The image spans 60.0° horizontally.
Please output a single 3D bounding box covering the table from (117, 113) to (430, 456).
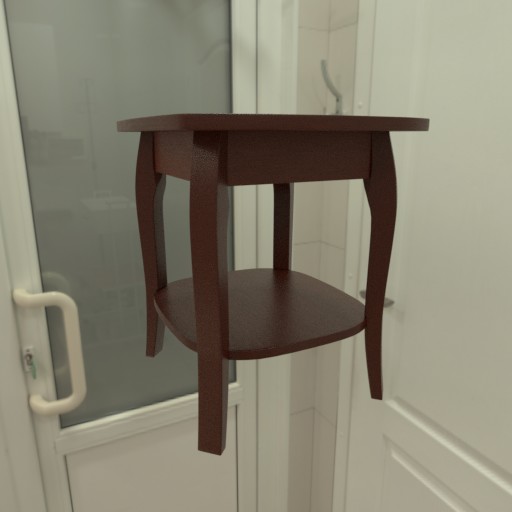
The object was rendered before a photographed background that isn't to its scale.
[{"bbox_3d":[0.000,0.000,0.847,0.433,0.496,0.502,-8,17,-26],"label":"table"}]
